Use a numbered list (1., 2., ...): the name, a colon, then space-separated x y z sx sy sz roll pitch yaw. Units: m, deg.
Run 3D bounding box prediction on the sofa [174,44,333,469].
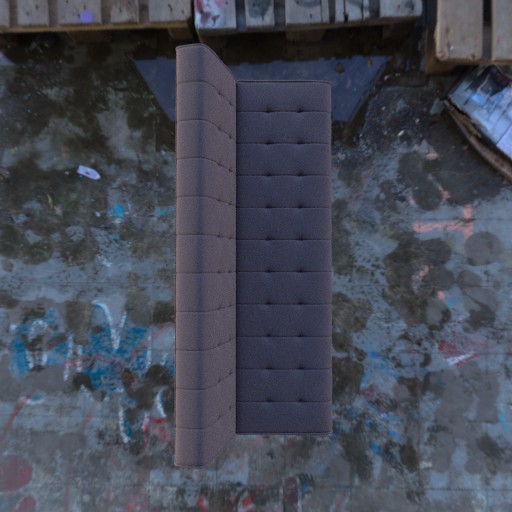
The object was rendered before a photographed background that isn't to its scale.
1. sofa: 0.000 0.000 2.113 0.747 0.699 1.703 0 89 1
